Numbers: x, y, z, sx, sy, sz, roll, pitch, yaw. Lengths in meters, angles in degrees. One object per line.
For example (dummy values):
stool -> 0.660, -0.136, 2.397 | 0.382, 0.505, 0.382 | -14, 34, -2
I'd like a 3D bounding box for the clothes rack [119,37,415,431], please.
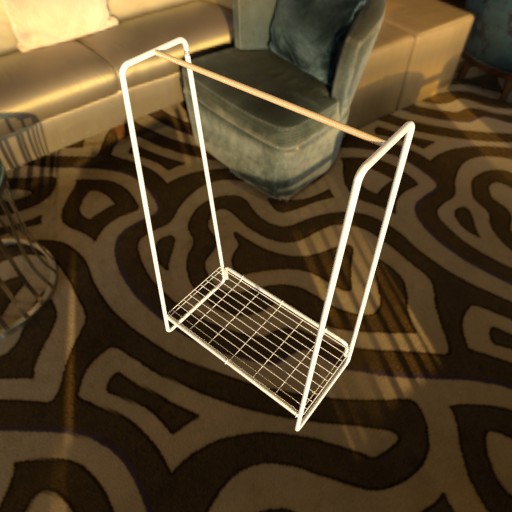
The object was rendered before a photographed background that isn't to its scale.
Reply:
clothes rack -> 0.000, 0.000, 1.878 | 0.900, 1.500, 0.495 | 31, 55, 25
